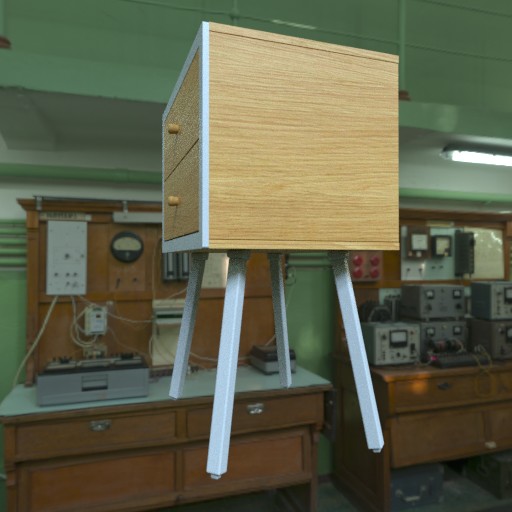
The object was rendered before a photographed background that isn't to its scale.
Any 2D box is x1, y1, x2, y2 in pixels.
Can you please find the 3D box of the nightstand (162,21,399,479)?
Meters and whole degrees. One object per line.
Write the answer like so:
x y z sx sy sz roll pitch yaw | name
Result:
0.000 0.000 0.802 0.316 0.601 0.400 0 -1 -19 | nightstand
